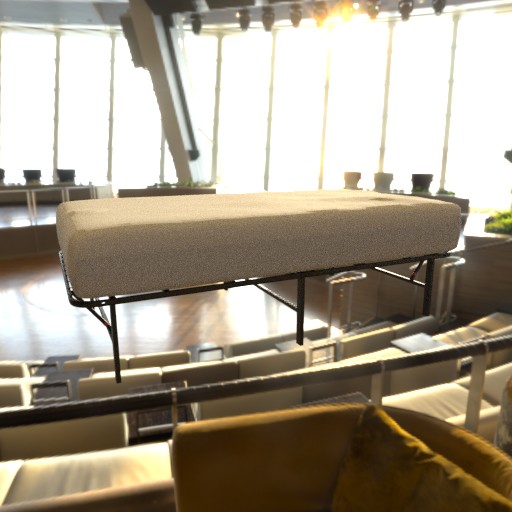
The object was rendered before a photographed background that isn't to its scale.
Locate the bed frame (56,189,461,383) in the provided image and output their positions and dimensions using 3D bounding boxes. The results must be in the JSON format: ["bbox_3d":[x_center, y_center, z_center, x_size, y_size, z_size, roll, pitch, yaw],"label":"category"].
[{"bbox_3d":[0.000,0.000,2.375,1.908,0.640,1.025,-6,15,-25],"label":"bed frame"}]
